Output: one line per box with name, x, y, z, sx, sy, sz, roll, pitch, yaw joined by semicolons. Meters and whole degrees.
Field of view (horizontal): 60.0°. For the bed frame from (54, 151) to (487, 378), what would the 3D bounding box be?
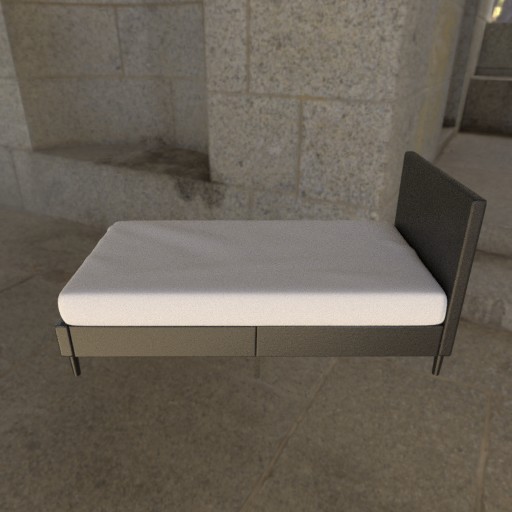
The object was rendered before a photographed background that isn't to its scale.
bed frame;0.000;0.000;2.544;2.152;1.046;1.038;0;26;0
